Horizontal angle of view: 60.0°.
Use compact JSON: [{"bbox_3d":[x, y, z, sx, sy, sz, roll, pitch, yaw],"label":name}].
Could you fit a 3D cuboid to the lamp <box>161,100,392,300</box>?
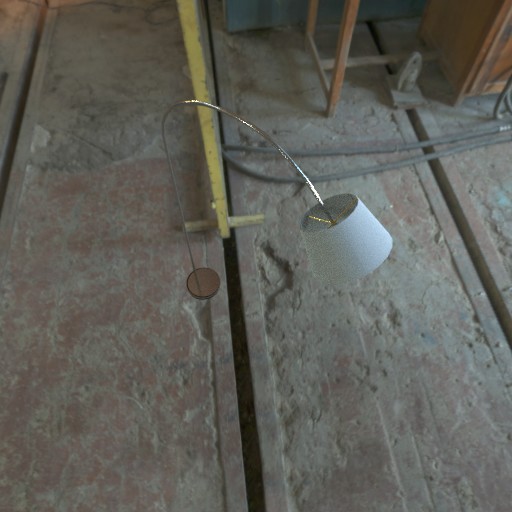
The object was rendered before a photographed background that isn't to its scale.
[{"bbox_3d":[0.000,0.000,2.770,1.445,2.098,0.406,33,64,19],"label":"lamp"}]
